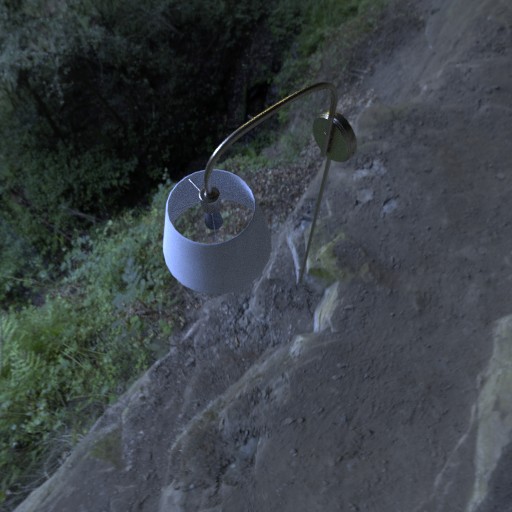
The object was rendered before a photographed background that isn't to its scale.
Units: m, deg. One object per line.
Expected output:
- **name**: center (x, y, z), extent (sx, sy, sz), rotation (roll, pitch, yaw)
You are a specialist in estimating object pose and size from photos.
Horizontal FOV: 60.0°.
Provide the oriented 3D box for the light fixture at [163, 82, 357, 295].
- **light fixture**: center (0.000, 0.000, 0.459), extent (0.176, 0.399, 0.092), rotation (-36, 69, -16)
